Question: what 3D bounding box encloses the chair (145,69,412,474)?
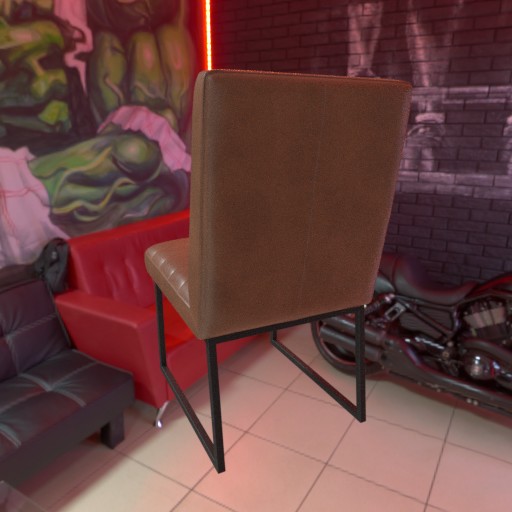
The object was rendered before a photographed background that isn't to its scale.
[{"bbox_3d":[0.000,0.000,1.284,0.520,0.930,0.634,-8,18,-25],"label":"chair"}]
